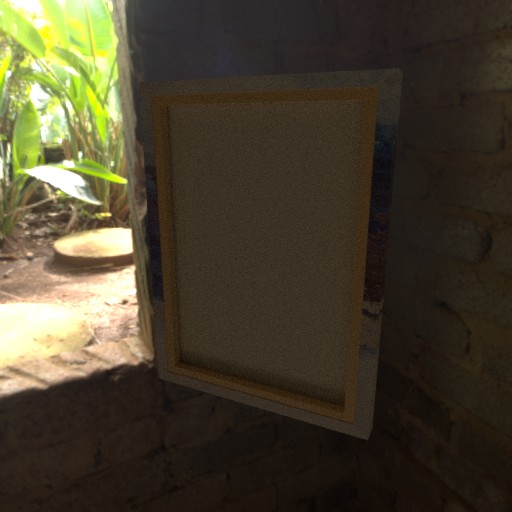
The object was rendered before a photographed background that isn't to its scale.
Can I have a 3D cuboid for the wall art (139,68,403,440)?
[{"bbox_3d":[0.000,0.000,0.773,0.437,0.581,0.036,8,18,25],"label":"wall art"}]
